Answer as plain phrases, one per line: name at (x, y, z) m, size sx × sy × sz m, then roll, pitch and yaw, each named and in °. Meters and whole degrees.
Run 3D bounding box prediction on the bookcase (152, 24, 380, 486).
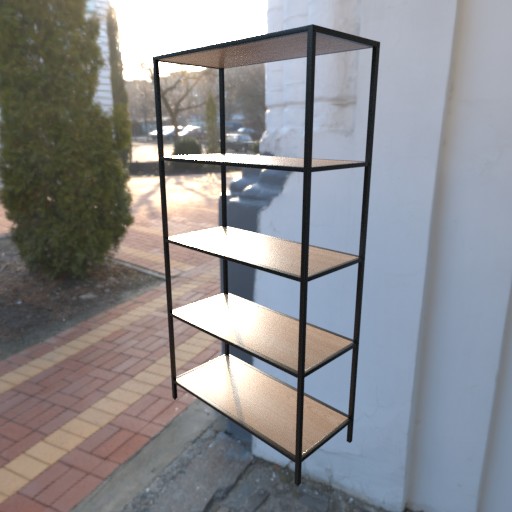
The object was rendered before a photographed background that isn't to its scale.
bookcase at (0.000, 0.000, 1.757) m, size 0.770 × 1.500 × 0.350 m, roll 15°, pitch 22°, yaw 43°
